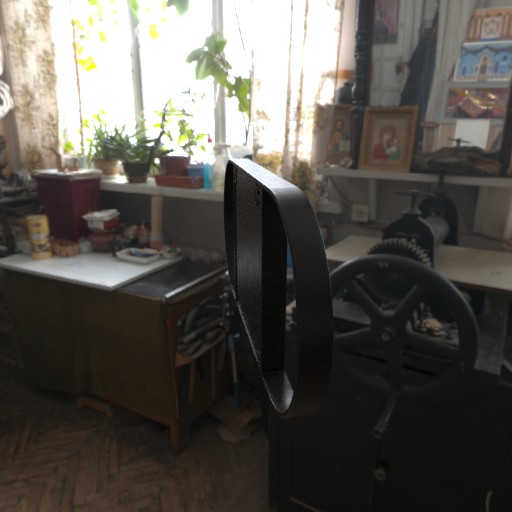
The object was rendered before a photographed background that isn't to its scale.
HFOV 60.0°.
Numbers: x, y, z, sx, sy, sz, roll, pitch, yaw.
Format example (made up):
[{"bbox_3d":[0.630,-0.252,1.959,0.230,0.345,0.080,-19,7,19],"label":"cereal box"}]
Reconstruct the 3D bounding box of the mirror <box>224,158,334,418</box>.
[{"bbox_3d":[0.000,0.000,0.659,0.032,0.254,0.584,-3,18,-10],"label":"mirror"}]
